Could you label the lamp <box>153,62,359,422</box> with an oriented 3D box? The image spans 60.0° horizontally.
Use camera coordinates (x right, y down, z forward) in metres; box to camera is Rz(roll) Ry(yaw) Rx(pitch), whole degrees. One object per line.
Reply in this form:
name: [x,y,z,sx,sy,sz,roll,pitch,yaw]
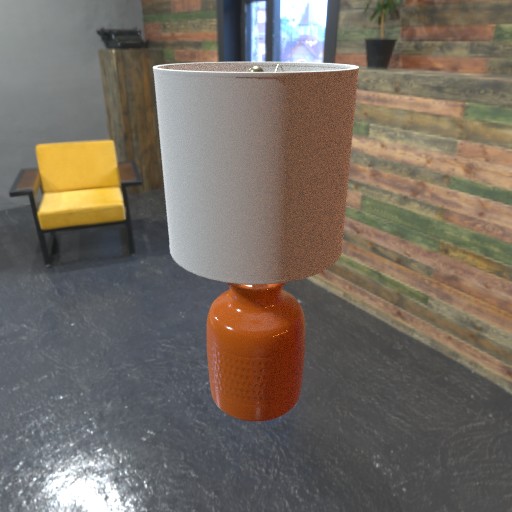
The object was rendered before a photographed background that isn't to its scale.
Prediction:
lamp: [0.000,0.000,1.105,0.418,0.871,0.418,-17,31,-32]
